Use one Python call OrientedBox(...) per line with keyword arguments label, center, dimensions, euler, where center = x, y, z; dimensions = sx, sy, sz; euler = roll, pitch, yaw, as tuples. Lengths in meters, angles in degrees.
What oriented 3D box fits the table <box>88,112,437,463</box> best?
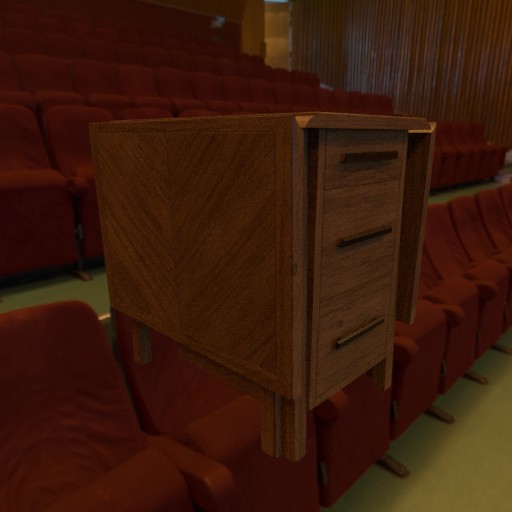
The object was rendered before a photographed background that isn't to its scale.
OrientedBox(label="table", center=(0.000, 0.000, 1.300), dimensions=(0.746, 0.763, 0.591), euler=(14, 21, 42))
